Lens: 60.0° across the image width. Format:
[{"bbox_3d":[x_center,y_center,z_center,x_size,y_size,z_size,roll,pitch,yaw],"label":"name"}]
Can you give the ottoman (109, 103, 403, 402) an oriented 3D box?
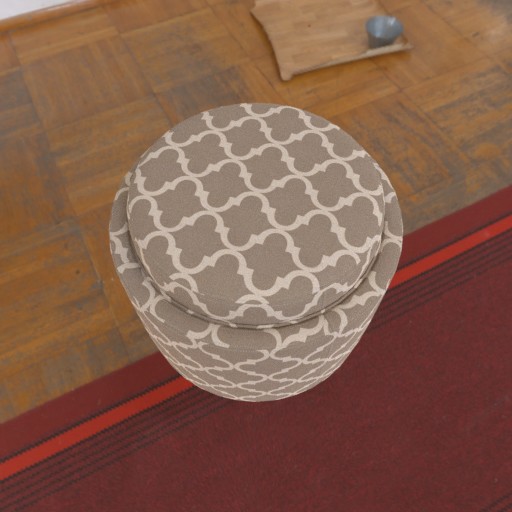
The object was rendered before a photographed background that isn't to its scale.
[{"bbox_3d":[0.000,0.000,0.841,0.480,0.429,0.480,0,59,0],"label":"ottoman"}]
